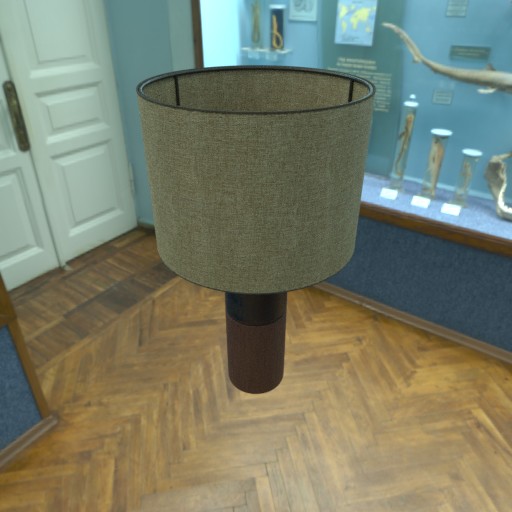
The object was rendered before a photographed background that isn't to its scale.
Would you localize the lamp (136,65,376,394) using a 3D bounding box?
[{"bbox_3d":[0.000,0.000,0.474,0.202,0.350,0.202,0,31,0],"label":"lamp"}]
